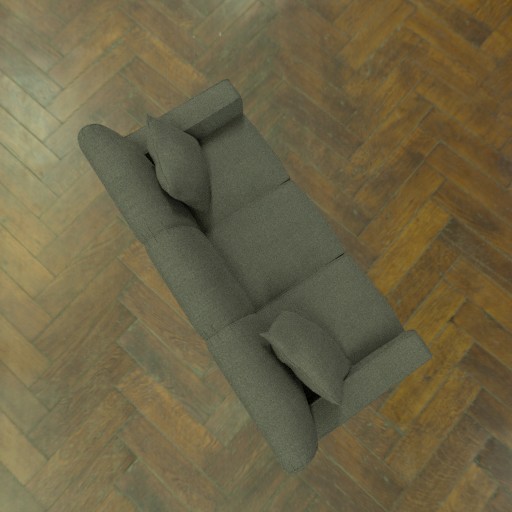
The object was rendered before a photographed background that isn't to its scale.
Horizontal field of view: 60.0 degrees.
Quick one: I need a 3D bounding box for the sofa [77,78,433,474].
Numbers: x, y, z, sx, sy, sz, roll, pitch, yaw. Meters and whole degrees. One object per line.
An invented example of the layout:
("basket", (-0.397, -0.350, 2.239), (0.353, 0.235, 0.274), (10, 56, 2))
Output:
("sofa", (0.000, 0.000, 2.618), (0.997, 0.958, 2.024), (-33, 79, -7))
